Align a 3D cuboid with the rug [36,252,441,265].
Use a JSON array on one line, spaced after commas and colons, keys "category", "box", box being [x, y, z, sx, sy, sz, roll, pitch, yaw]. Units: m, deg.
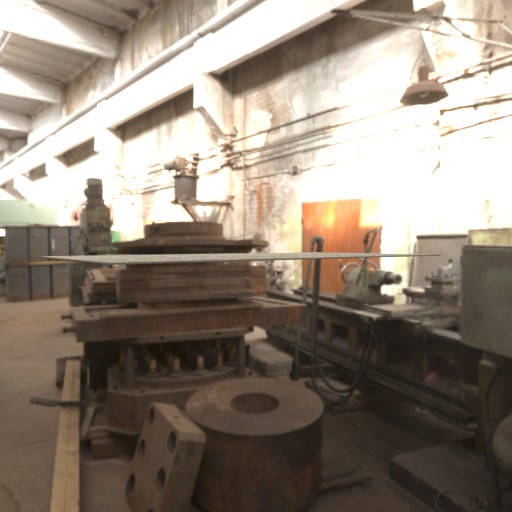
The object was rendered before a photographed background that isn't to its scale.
[{"category": "rug", "box": [0.000, 0.000, 3.702, 3.048, 0.011, 1.546, -1, 2, -38]}]
